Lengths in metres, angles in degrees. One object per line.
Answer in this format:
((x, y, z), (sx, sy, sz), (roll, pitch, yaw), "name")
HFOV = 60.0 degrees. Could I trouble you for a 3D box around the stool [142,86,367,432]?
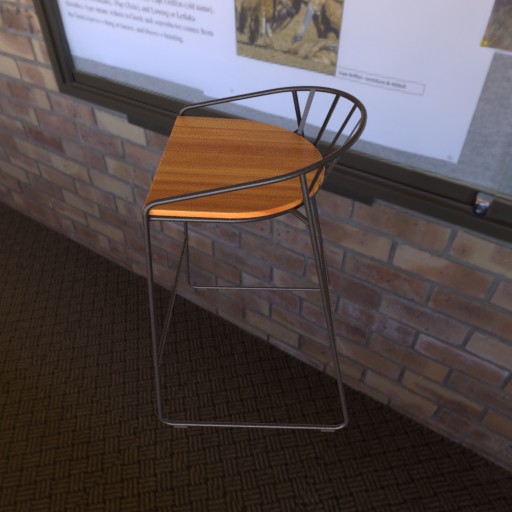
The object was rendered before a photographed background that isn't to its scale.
((0.000, 0.000, 1.171), (0.521, 0.812, 0.546), (1, 42, 1), "stool")
